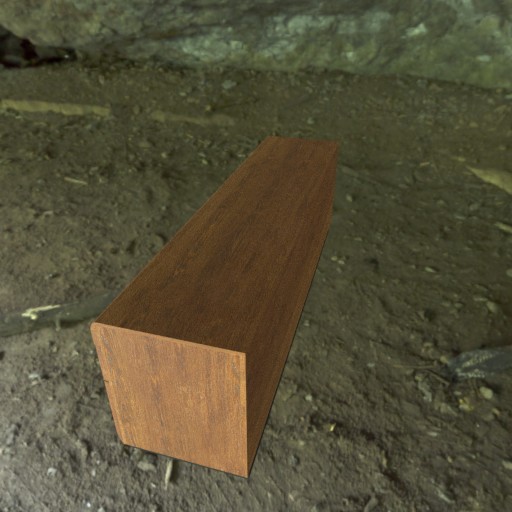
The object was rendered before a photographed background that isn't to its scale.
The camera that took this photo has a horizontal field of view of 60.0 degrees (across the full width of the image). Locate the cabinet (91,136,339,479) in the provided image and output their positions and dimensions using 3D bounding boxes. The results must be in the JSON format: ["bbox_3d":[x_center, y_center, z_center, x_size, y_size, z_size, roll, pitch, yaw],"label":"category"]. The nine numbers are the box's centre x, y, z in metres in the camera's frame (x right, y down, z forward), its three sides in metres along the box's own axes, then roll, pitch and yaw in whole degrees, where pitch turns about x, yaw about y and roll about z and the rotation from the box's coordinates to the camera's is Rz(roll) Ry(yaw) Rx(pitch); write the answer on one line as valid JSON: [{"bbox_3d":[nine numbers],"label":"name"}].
[{"bbox_3d":[0.000,0.000,1.791,0.419,0.510,1.600,9,32,14],"label":"cabinet"}]
